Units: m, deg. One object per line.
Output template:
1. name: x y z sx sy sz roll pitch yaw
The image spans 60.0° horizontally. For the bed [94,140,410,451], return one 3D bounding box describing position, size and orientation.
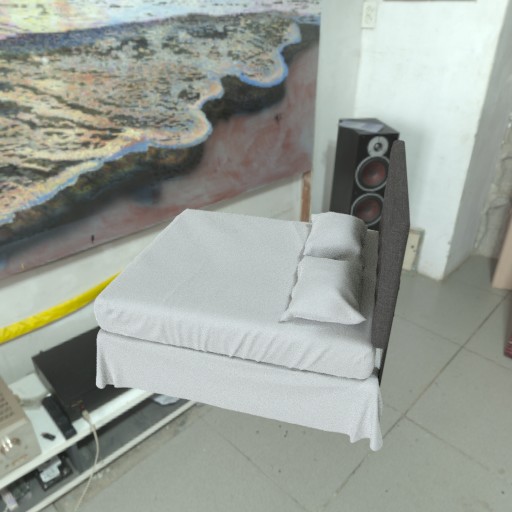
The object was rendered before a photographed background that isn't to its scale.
1. bed: 0.000 0.000 3.521 2.222 1.577 1.936 8 31 13
